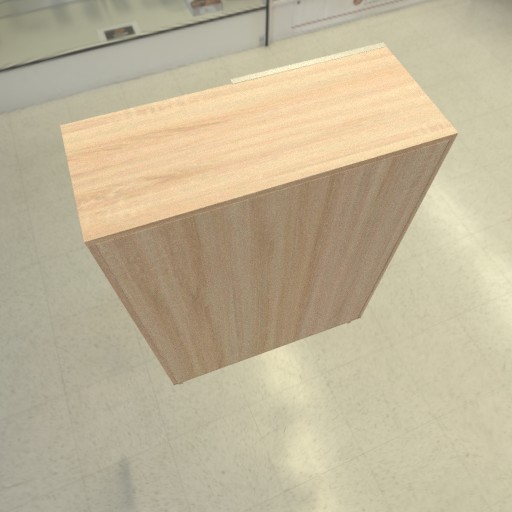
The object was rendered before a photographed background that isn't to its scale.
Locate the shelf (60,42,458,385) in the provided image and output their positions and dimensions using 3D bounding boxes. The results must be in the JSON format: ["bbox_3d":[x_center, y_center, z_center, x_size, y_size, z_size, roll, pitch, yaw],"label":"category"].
[{"bbox_3d":[0.000,0.000,1.804,0.995,1.405,0.434,-18,61,-10],"label":"shelf"}]
